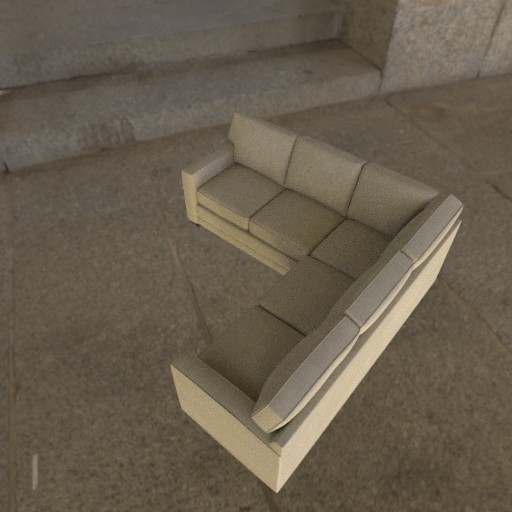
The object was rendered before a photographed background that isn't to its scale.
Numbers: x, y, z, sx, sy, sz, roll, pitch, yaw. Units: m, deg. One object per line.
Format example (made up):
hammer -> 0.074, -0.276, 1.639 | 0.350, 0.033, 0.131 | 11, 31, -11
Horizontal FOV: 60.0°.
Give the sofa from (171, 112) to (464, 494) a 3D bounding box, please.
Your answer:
sofa -> 0.000, 0.000, 3.349 | 2.188, 0.936, 2.211 | 30, 53, 26
